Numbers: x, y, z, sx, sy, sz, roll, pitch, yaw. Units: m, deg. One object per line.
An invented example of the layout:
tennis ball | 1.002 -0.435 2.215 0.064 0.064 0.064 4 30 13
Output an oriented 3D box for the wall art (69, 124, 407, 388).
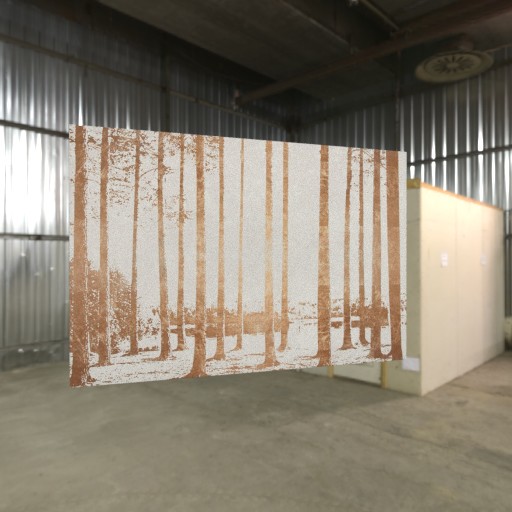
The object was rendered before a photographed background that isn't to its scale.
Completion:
wall art | 0.000 0.000 1.177 0.914 0.609 0.035 0 0 -18
